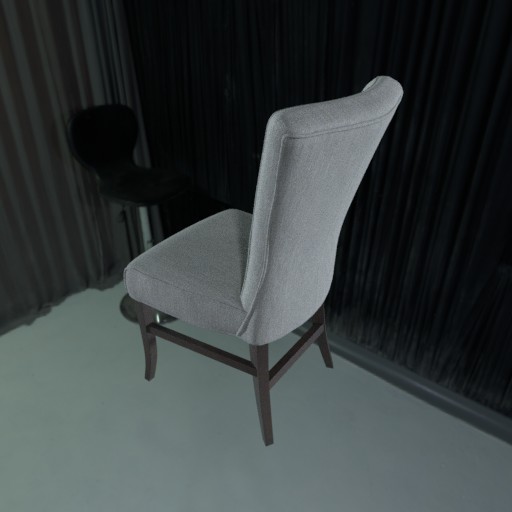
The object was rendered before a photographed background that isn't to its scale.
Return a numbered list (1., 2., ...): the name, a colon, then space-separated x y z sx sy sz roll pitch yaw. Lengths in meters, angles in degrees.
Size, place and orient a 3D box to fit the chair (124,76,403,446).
1. chair: 0.000 0.000 1.316 0.660 0.991 0.520 21 37 30
